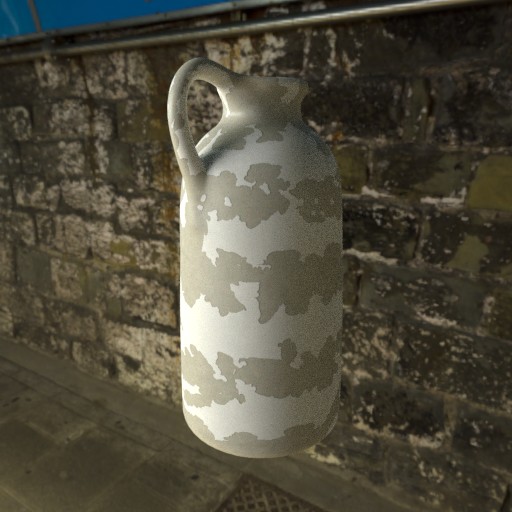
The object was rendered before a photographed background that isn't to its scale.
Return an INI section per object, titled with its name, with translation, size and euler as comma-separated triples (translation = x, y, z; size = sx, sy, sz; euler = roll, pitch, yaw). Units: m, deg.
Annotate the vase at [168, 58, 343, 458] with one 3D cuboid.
[vase]
translation = 0.000, 0.000, 0.479
size = 0.203, 0.382, 0.186
euler = -14, 21, -42
